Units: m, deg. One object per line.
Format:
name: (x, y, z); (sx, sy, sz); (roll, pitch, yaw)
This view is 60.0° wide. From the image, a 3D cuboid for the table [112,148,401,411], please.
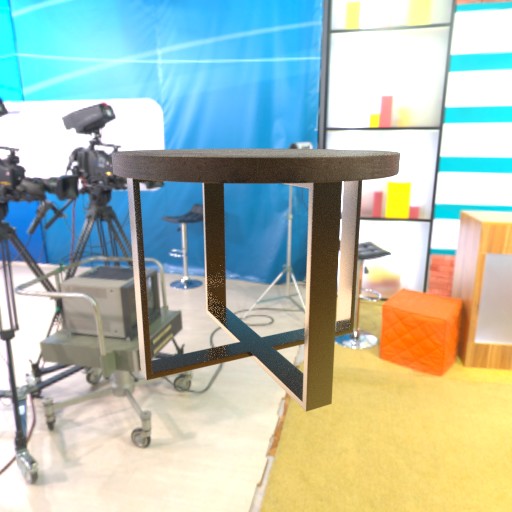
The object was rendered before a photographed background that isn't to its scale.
table: (0.000, 0.000, 0.952); (0.557, 0.437, 0.557); (0, 15, 0)
